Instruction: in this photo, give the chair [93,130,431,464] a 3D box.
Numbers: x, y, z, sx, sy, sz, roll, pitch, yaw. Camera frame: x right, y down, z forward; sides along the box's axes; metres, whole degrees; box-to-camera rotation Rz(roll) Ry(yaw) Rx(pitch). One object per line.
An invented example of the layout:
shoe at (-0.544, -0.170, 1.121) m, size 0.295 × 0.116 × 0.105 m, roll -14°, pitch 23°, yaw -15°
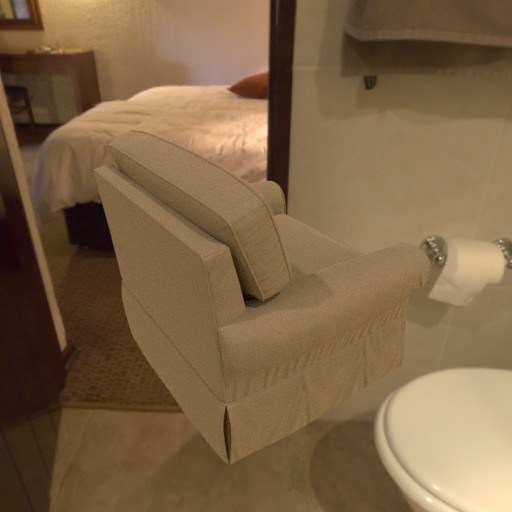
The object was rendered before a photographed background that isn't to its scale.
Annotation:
chair at (0.000, 0.000, 1.896) m, size 0.988 × 1.017 × 1.135 m, roll -19°, pitch 34°, yaw -30°
